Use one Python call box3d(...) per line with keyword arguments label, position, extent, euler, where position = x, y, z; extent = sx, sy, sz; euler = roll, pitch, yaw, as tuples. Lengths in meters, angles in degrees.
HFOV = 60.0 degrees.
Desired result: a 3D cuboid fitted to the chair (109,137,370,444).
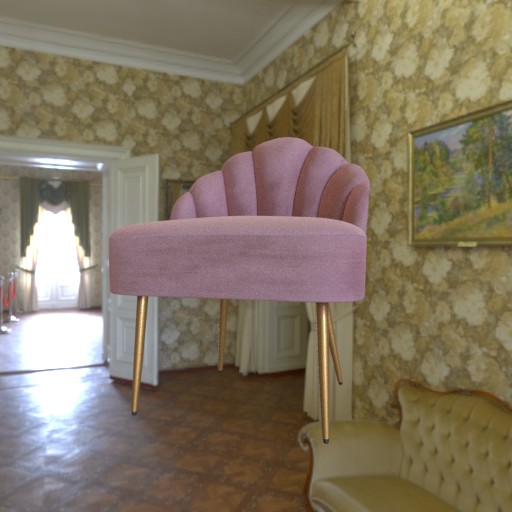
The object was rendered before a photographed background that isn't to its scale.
box3d(label="chair", position=(0.000, 0.000, 1.278), extent=(0.657, 0.819, 0.599), euler=(0, 0, 20))
